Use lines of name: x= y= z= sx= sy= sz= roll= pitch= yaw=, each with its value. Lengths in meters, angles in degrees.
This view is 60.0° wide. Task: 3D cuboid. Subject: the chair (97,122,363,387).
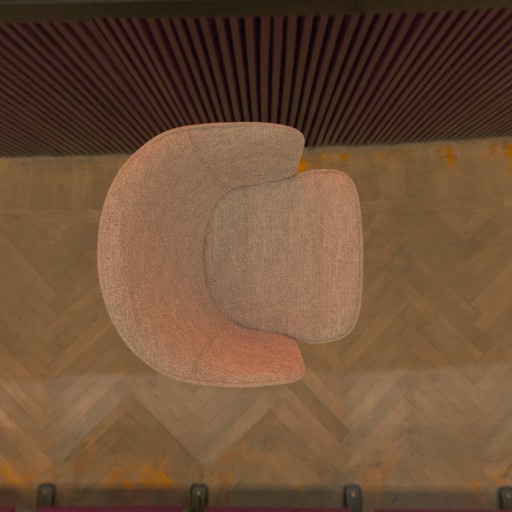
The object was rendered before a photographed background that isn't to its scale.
chair: x=0.000 y=0.000 z=1.144 sx=0.530 sy=0.800 sz=0.540 roll=0 pitch=89 yaw=1
